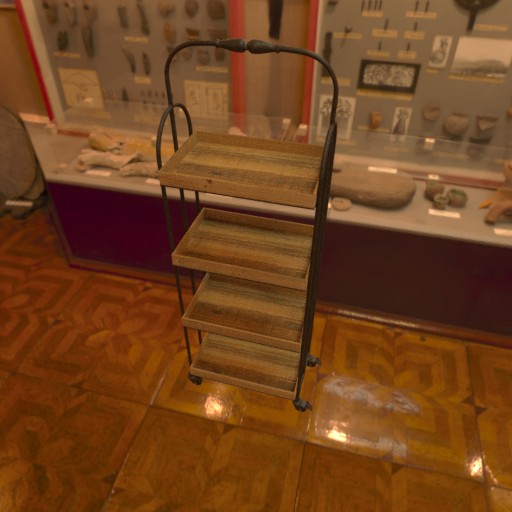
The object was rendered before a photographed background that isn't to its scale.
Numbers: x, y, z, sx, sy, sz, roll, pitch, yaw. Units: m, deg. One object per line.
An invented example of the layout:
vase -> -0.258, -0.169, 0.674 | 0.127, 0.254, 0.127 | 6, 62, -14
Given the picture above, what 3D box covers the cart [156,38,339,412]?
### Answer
cart -> 0.000, 0.000, 1.638 | 0.581, 1.481, 0.308 | 10, 41, 12
